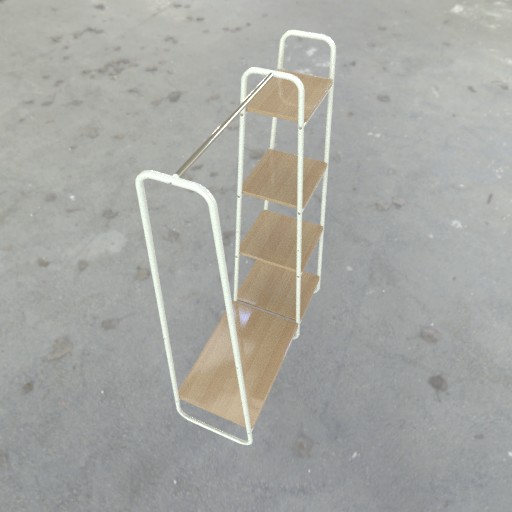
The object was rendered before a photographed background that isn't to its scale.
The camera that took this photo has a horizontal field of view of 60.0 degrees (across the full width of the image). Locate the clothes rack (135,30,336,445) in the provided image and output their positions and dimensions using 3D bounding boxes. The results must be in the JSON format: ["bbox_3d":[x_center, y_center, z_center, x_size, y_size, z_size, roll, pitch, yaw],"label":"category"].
[{"bbox_3d":[0.000,0.000,1.907,0.400,1.500,1.011,18,49,16],"label":"clothes rack"}]
